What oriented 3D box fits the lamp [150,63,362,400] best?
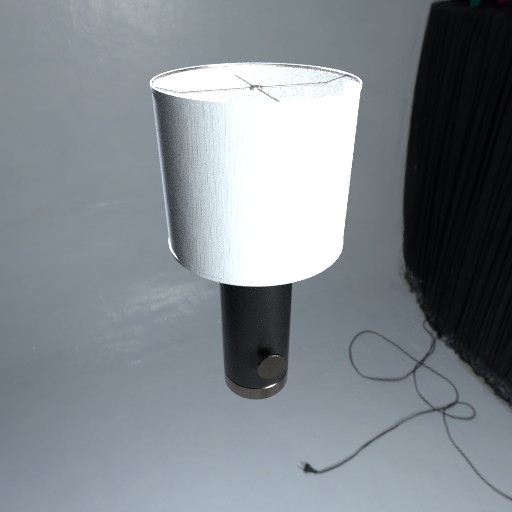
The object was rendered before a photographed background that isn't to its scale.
[{"bbox_3d":[0.000,0.000,0.640,0.241,0.482,0.240,-10,33,-16],"label":"lamp"}]
